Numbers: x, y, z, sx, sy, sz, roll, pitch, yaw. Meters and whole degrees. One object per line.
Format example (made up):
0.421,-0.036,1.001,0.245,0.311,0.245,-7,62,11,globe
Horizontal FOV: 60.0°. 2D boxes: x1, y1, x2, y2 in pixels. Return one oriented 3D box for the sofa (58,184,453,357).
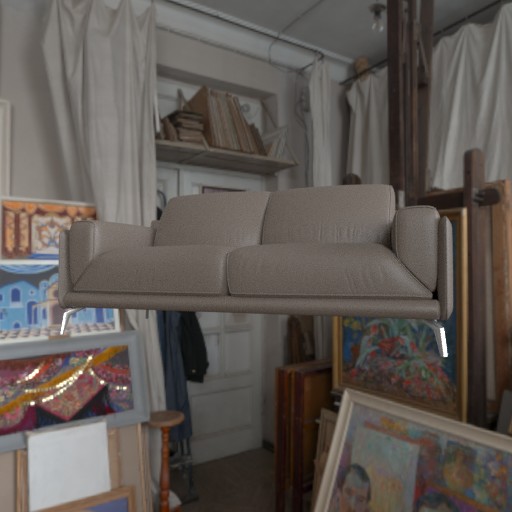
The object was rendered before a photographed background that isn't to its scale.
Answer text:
0.000,0.000,2.640,2.101,0.930,1.049,-1,-2,19,sofa
